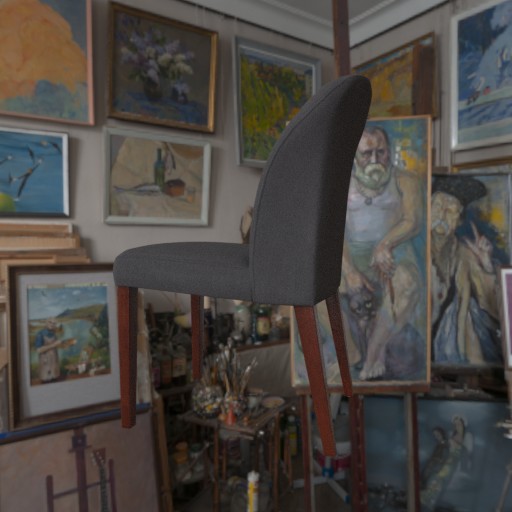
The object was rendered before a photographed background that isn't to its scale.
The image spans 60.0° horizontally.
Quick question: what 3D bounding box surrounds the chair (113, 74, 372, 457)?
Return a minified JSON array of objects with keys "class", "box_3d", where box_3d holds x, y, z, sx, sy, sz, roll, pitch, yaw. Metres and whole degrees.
[{"class":"chair","box_3d":[0.000,0.000,1.239,0.619,0.879,0.506,1,2,18]}]
